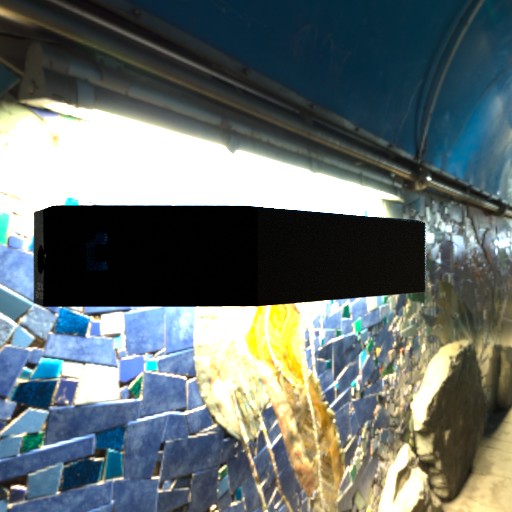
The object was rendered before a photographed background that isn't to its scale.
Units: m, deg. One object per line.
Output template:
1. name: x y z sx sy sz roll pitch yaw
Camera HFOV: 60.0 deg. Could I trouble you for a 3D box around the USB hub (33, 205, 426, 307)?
1. USB hub: 0.000 0.000 0.128 0.110 0.023 0.044 0 0 -38
